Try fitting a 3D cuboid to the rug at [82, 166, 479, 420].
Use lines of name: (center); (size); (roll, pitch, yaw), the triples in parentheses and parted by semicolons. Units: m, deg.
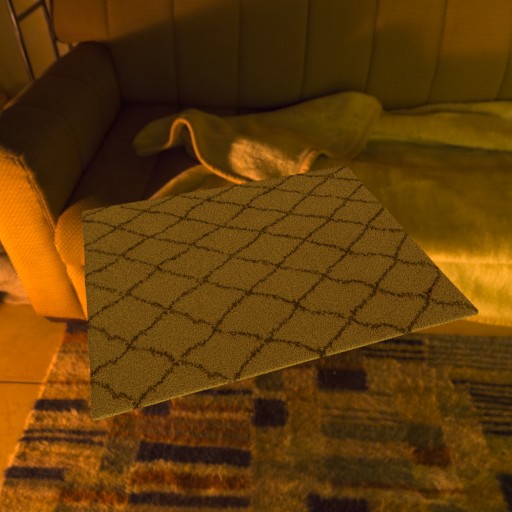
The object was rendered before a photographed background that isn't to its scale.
rug: (0.000, 0.000, 4.117); (3.047, 0.029, 2.438); (-12, 43, -13)
